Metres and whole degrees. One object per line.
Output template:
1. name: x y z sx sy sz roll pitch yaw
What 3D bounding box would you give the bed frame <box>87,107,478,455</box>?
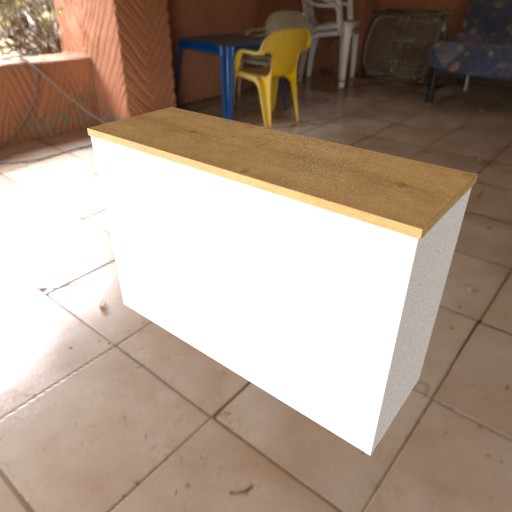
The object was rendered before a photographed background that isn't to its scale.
1. bed frame: 0.000 0.000 1.706 1.300 0.850 0.430 23 38 32
